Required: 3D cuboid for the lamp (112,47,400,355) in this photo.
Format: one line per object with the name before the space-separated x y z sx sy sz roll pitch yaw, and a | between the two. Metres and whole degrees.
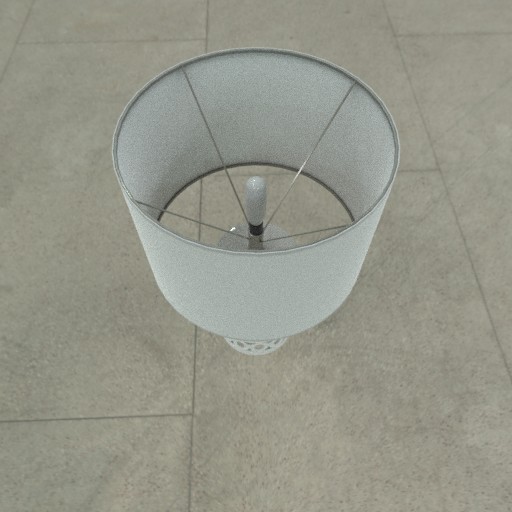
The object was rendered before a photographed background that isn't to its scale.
lamp | 0.000 0.000 0.689 0.310 0.502 0.310 0 58 0
